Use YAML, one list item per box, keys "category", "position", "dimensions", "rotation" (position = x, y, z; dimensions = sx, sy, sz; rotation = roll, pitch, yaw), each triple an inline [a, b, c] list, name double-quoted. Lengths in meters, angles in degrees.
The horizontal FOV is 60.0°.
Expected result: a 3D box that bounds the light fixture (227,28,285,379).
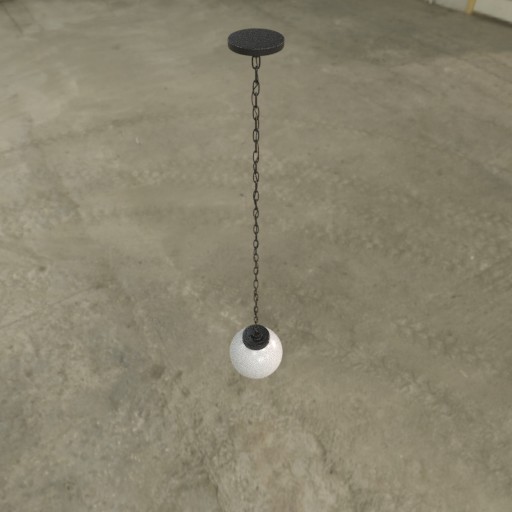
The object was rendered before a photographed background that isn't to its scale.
- category: "light fixture"
  position: [0.000, 0.000, 1.999]
  dimensions: [0.305, 1.867, 0.304]
  rotation: [-3, 45, -2]
